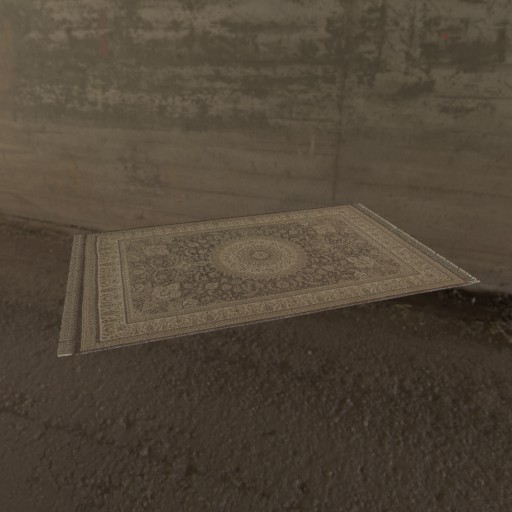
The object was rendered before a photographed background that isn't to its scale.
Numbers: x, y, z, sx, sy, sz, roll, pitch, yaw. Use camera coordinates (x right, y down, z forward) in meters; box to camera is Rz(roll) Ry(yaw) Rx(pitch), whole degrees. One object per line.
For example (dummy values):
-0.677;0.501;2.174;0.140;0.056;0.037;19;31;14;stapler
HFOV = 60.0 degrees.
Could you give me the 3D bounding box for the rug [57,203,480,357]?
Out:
0.000;0.000;3.064;2.440;0.010;1.528;-8;27;-15;rug
